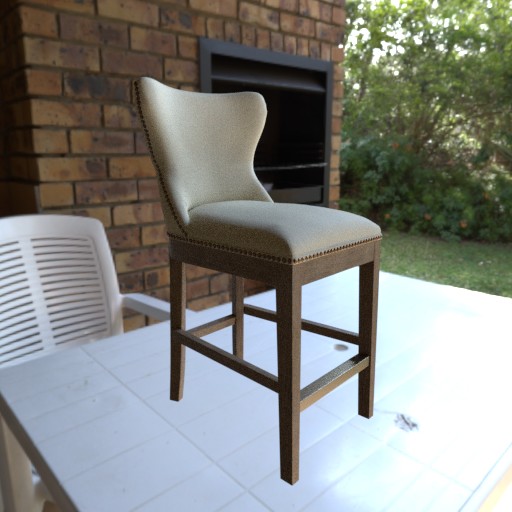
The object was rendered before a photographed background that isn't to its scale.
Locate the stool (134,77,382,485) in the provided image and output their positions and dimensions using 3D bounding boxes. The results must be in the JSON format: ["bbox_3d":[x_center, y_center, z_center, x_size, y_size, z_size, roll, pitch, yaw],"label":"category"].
[{"bbox_3d":[0.000,0.000,1.302,0.608,0.981,0.498,12,18,41],"label":"stool"}]
